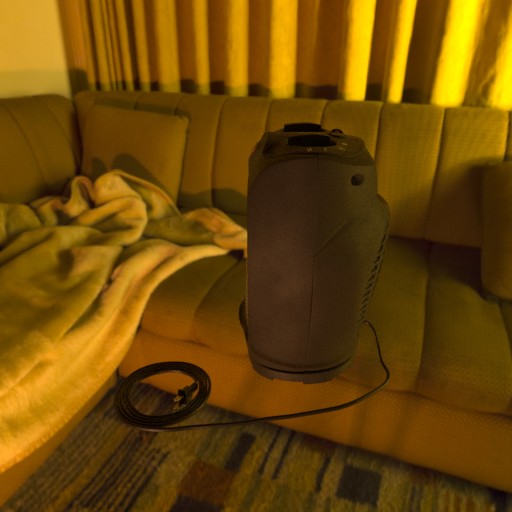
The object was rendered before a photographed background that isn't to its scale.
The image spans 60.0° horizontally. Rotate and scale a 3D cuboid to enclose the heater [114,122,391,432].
[{"bbox_3d":[0.000,0.000,0.467,0.291,0.255,0.239,0,26,0],"label":"heater"}]
